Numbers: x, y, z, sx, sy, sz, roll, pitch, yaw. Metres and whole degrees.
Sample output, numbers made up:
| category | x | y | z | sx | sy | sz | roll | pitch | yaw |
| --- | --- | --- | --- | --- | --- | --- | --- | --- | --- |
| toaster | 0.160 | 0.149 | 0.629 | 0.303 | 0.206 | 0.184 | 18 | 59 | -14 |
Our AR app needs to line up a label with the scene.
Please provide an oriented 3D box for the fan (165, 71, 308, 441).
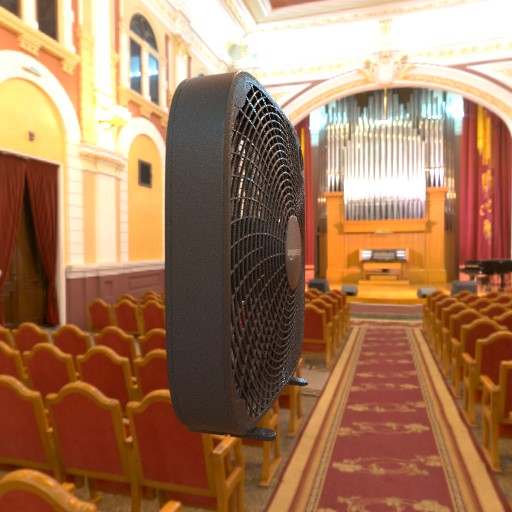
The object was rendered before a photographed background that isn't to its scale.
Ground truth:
| category | x | y | z | sx | sy | sz | roll | pitch | yaw |
| --- | --- | --- | --- | --- | --- | --- | --- | --- | --- |
| fan | 0.000 | 0.000 | 0.791 | 0.142 | 0.533 | 0.526 | 0 | 1 | 17 |
